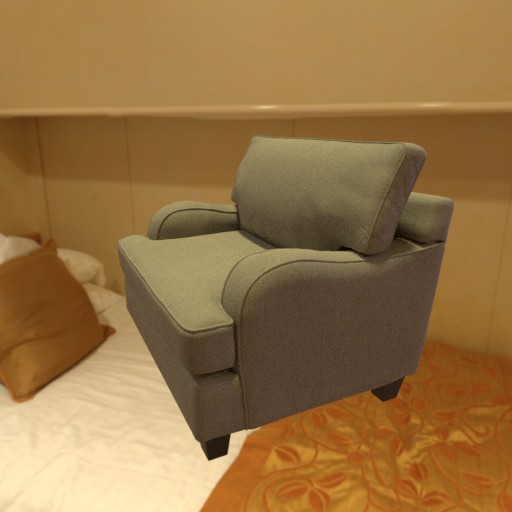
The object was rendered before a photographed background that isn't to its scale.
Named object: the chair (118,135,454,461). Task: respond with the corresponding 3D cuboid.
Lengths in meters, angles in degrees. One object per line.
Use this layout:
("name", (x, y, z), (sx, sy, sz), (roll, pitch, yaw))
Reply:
("chair", (0.000, 0.000, 1.978), (1.041, 1.016, 1.220), (-8, 18, -25))
